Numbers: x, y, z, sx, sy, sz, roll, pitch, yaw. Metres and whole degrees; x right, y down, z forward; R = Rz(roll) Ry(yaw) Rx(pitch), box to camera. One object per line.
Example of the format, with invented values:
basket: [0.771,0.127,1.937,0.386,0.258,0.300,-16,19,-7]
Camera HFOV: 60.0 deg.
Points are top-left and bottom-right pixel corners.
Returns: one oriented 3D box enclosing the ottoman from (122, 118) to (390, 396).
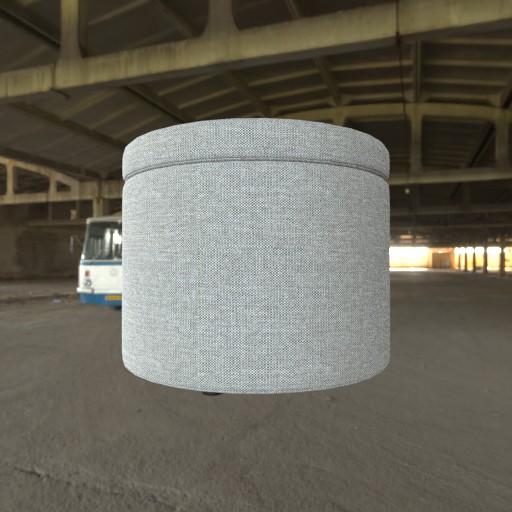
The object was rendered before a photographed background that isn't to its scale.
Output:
ottoman: [0.000,0.000,0.865,0.500,0.419,0.500,0,-1,0]
